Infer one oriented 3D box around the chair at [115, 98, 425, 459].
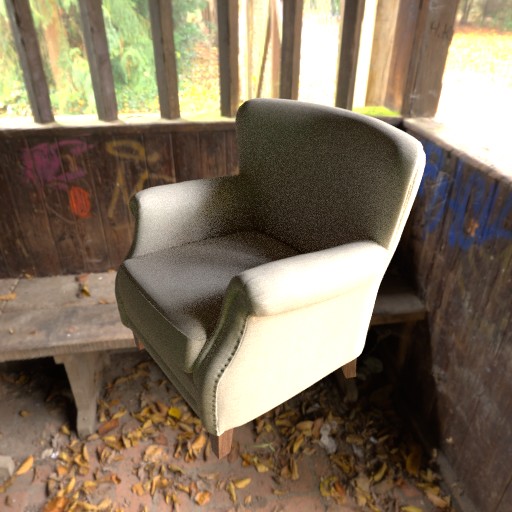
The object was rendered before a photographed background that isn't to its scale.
[{"bbox_3d":[0.000,0.000,1.623,0.921,0.936,0.861,-21,37,-31],"label":"chair"}]
